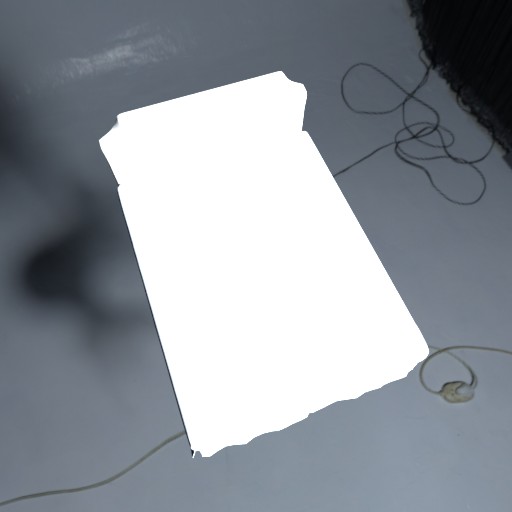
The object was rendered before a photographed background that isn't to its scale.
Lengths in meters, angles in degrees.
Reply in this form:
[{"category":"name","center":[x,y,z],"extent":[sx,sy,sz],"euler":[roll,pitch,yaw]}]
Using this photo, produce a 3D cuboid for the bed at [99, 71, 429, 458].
[{"category":"bed","center":[0.000,0.000,3.601],"extent":[1.977,1.293,2.498],"euler":[-19,64,-9]}]
